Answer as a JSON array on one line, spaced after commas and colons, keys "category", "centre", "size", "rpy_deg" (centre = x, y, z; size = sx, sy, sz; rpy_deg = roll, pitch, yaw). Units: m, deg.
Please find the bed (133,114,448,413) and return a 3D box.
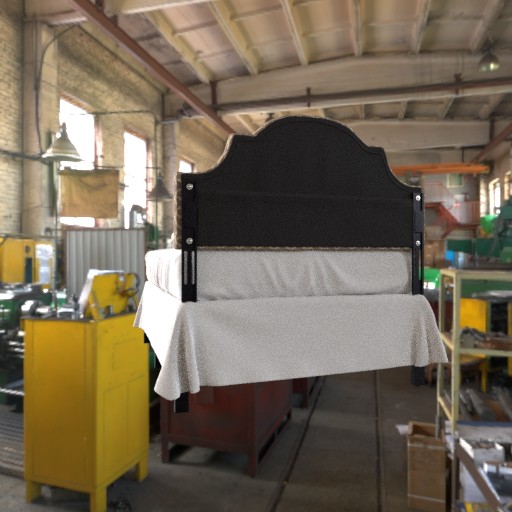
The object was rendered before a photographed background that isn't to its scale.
[{"category": "bed", "centre": [0.000, 0.000, 3.471], "size": [1.780, 1.633, 2.222], "rpy_deg": [0, 0, -19]}]
